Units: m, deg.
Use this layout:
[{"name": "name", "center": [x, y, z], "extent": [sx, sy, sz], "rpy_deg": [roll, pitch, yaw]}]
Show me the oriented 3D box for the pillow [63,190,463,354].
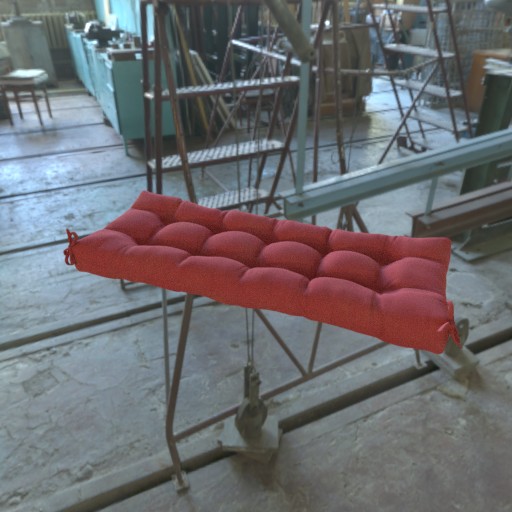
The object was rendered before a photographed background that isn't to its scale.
[{"name": "pillow", "center": [0.000, 0.000, 1.375], "extent": [1.194, 0.174, 0.511], "rpy_deg": [11, 34, 17]}]
